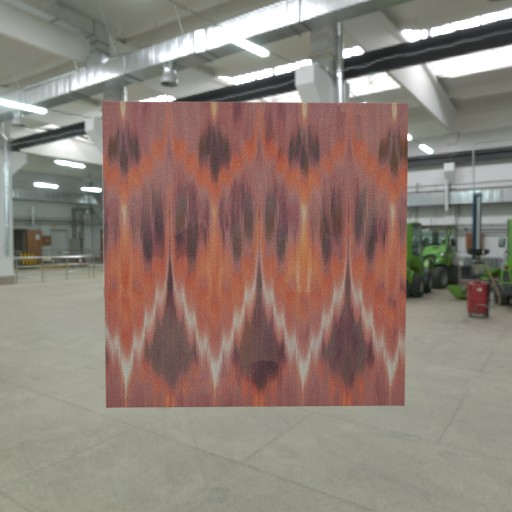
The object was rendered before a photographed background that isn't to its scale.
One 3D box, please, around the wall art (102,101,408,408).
[{"bbox_3d":[0.000,0.000,0.608,0.403,0.406,0.038,0,2,-1],"label":"wall art"}]
